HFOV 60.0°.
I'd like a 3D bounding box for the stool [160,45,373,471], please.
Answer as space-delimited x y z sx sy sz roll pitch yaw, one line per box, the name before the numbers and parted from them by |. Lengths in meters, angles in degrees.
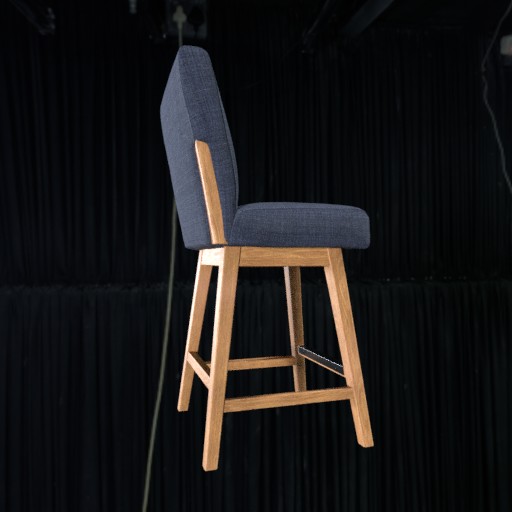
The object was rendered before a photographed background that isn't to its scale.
stool | 0.000 0.000 1.317 0.526 1.010 0.459 0 0 -18
